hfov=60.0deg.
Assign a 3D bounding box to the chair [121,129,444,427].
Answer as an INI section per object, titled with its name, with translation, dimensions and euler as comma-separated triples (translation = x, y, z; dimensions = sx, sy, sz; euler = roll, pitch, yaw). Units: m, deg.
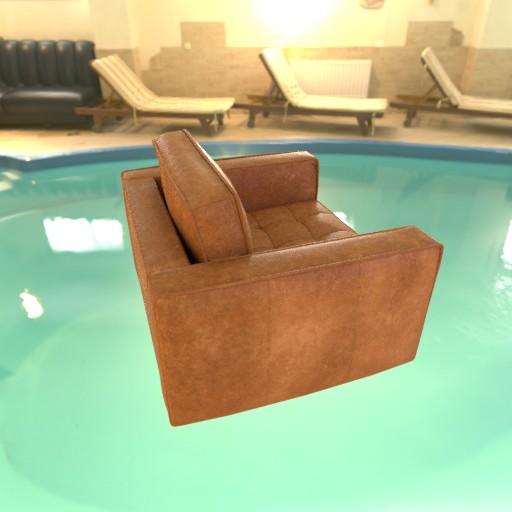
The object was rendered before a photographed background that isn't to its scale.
[chair]
translation = 0.000, 0.000, 1.544
dimensions = 0.798, 0.767, 0.928
euler = -10, 32, -16
